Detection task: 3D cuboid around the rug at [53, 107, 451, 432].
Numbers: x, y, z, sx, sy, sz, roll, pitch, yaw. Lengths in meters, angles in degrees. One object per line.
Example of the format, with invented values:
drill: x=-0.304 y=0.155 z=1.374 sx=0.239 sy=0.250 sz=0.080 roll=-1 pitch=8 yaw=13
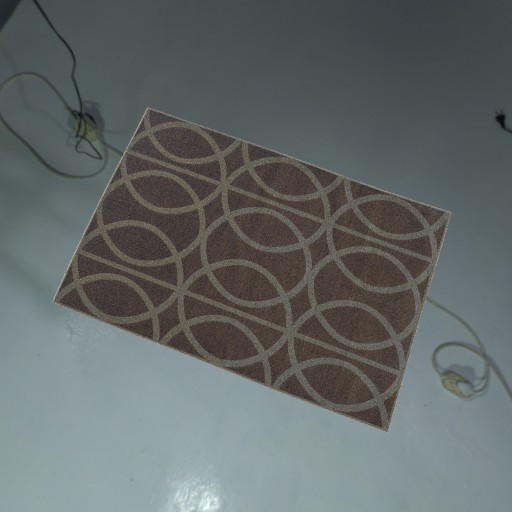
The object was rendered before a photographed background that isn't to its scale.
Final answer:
rug: x=0.000 y=0.000 z=2.964 sx=2.290 sy=0.014 sz=1.526 roll=20 pitch=77 yaw=5
